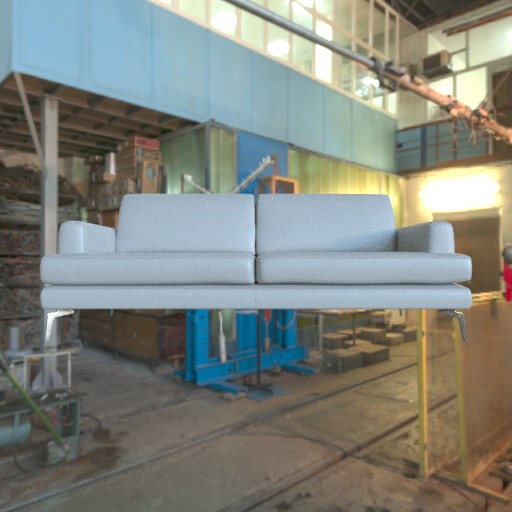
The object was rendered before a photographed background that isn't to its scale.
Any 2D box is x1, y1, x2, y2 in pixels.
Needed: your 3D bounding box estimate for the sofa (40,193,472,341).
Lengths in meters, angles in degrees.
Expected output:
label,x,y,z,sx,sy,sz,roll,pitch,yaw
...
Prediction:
label,x,y,z,sx,sy,sz,roll,pitch,yaw
sofa,0.000,0.000,2.443,1.940,0.765,0.974,0,0,0
